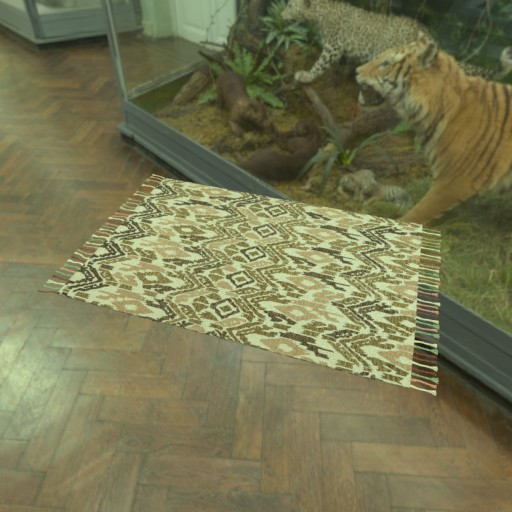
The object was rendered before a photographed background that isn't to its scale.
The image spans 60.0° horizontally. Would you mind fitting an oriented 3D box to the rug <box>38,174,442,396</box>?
[{"bbox_3d":[0.000,0.000,3.068,2.438,0.008,1.524,12,42,14],"label":"rug"}]
